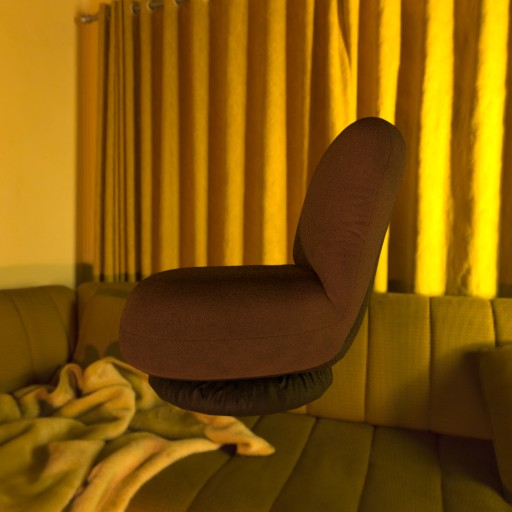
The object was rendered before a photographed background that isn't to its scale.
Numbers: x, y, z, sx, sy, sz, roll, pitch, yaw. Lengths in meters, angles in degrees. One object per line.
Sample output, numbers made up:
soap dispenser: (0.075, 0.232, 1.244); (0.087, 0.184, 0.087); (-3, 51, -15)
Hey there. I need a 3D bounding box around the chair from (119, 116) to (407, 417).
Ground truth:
chair: (0.000, 0.000, 1.025); (0.597, 0.594, 0.521); (0, 2, -1)
